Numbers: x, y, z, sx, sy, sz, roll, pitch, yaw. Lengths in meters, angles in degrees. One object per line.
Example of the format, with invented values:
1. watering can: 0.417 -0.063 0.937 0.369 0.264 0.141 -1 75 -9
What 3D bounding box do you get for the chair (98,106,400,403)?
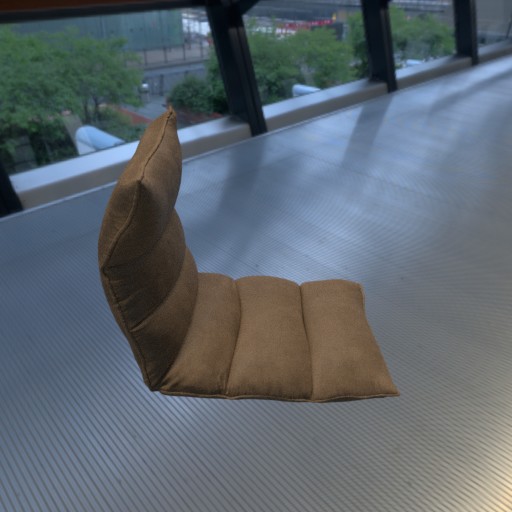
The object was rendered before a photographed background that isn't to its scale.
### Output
1. chair: 0.000 0.000 1.617 0.985 0.892 0.714 1 33 1
